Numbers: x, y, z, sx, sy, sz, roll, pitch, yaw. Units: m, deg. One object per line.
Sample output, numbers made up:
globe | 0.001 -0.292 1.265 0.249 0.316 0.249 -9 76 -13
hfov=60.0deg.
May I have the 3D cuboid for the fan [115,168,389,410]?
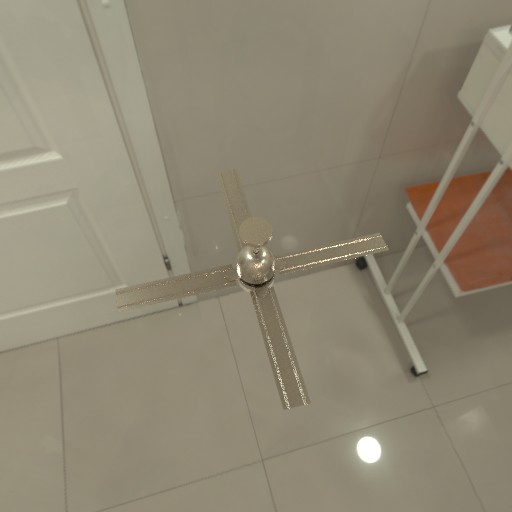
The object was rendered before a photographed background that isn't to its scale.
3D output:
fan | 0.000 0.000 2.054 1.346 0.406 1.346 -14 58 -9
